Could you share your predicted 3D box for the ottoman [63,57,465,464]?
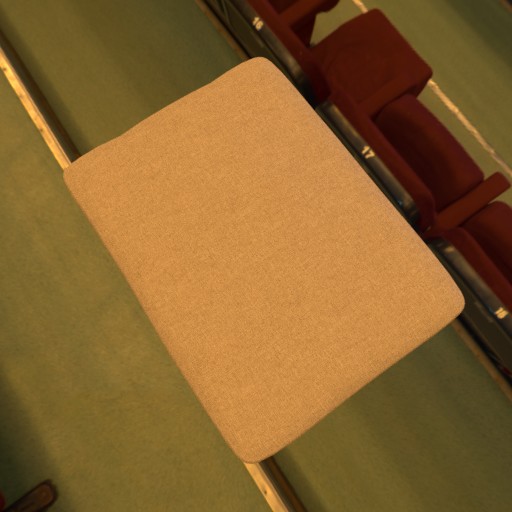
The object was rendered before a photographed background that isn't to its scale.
[{"bbox_3d":[0.000,0.000,1.310,0.677,0.519,0.898,-34,77,-9],"label":"ottoman"}]
